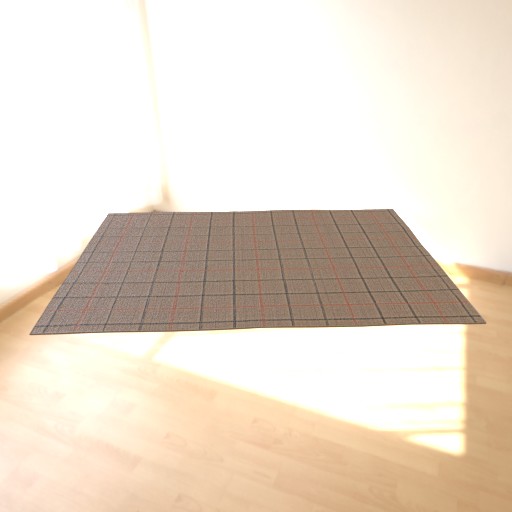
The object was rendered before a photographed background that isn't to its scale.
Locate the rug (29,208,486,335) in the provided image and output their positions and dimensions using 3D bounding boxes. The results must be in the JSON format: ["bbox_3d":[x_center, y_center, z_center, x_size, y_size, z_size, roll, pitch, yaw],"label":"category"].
[{"bbox_3d":[0.000,0.000,2.306,1.829,0.013,1.220,-1,28,-2],"label":"rug"}]
